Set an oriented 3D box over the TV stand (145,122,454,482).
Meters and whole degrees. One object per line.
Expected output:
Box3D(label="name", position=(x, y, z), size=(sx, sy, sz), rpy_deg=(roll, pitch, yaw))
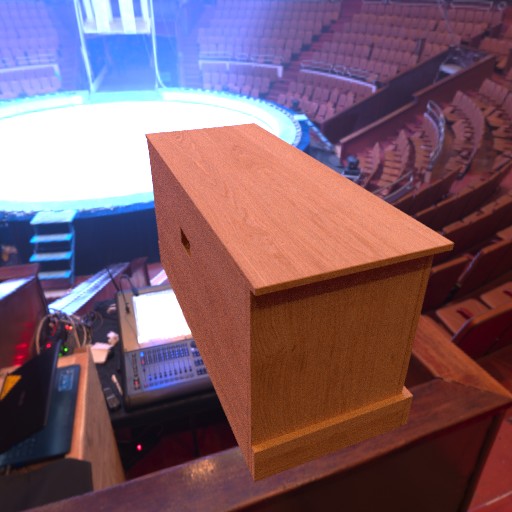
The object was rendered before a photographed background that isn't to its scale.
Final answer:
Box3D(label="TV stand", position=(0.000, 0.000, 1.395), size=(0.440, 0.550, 1.080), rpy_deg=(-12, 32, -19))
